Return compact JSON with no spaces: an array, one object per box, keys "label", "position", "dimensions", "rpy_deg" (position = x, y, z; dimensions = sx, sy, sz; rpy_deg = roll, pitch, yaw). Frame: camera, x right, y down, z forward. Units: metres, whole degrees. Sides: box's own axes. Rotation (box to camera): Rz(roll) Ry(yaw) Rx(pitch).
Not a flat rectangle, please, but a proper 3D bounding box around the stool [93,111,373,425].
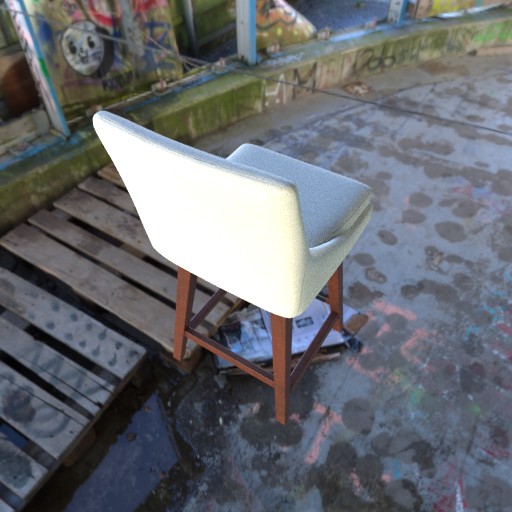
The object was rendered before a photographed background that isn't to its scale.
[{"label":"stool","position":[0.000,0.000,1.271],"dimensions":[0.469,0.991,0.559],"rpy_deg":[25,51,22]}]
